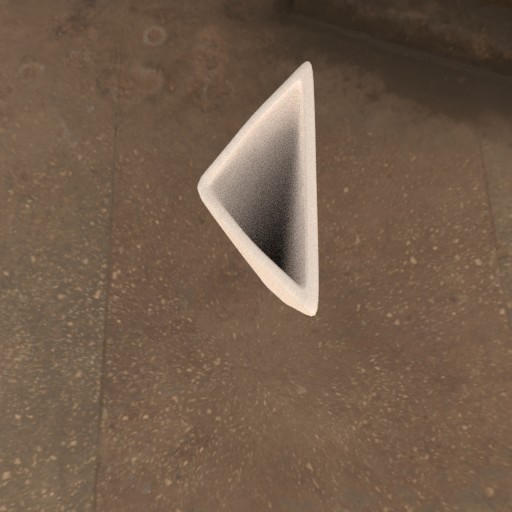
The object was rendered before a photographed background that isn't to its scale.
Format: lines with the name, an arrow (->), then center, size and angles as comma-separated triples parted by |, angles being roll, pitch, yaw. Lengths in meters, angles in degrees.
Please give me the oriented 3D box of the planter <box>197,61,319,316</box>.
planter -> 0.000, 0.000, 0.395 | 0.065, 0.338, 0.143 | 1, 76, 0
